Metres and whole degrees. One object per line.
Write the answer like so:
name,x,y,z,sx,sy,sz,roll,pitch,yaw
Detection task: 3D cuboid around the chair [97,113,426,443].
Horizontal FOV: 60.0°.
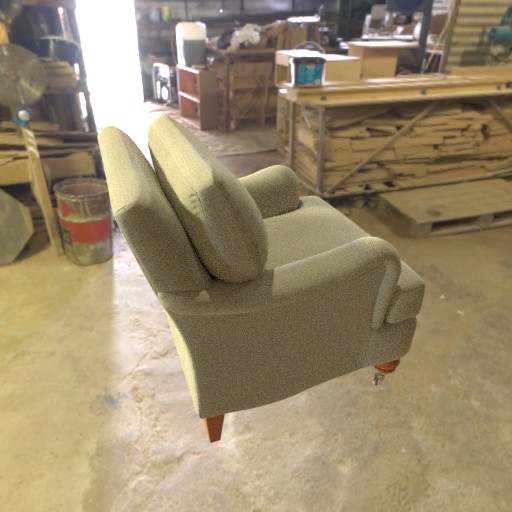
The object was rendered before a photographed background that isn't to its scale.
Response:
chair,0.000,0.000,1.838,1.070,1.038,0.955,-10,31,-17
